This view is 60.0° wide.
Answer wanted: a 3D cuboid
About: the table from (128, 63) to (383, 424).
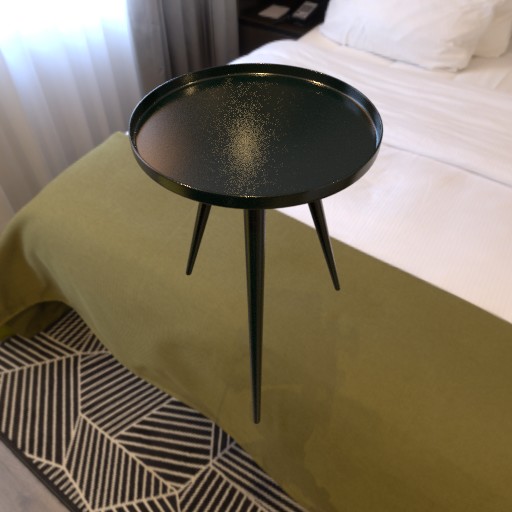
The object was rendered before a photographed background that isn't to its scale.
[{"bbox_3d":[0.000,0.000,0.835,0.403,0.548,0.415,4,47,3],"label":"table"}]
